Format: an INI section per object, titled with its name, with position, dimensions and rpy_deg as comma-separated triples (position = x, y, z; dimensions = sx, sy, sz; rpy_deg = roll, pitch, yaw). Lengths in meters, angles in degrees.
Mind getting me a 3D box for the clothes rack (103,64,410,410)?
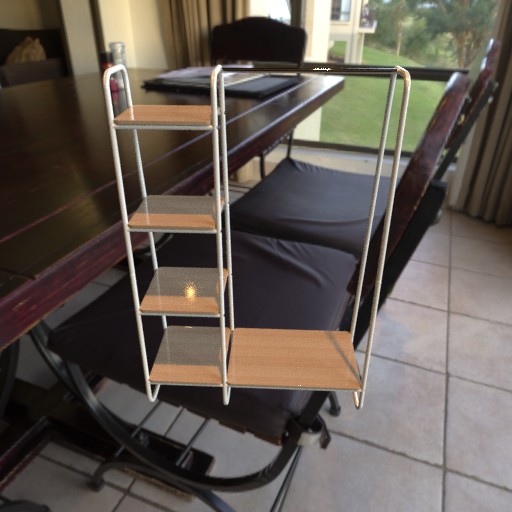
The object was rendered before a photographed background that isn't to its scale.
[clothes rack]
position = 0.000, 0.000, 1.899
dimensions = 1.011, 1.500, 0.400
rpy_deg = 1, 30, 2
